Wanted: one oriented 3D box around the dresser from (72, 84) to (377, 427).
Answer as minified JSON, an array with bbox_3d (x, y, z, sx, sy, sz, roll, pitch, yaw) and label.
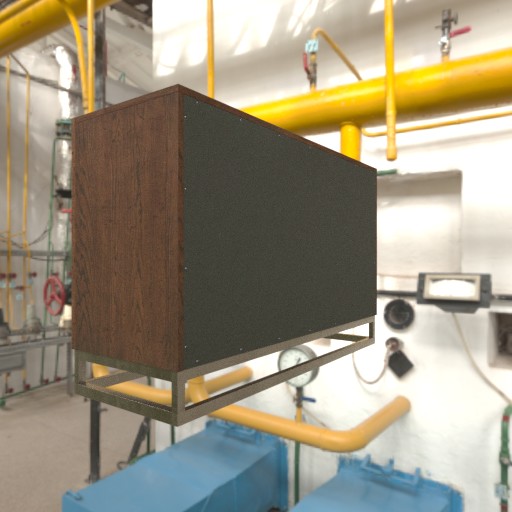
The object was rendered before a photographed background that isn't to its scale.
[{"bbox_3d":[0.000,0.000,2.209,0.623,1.061,1.646,0,0,36],"label":"dresser"}]
